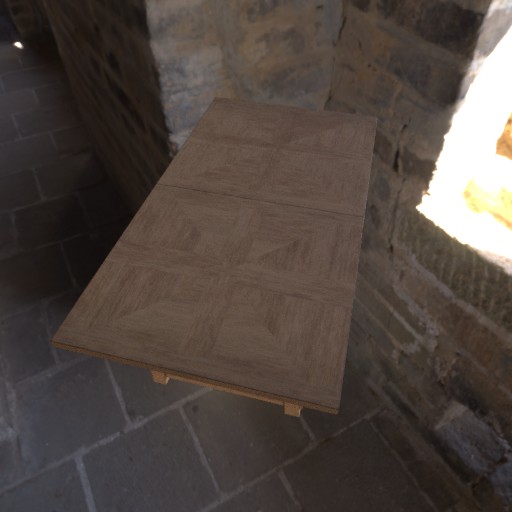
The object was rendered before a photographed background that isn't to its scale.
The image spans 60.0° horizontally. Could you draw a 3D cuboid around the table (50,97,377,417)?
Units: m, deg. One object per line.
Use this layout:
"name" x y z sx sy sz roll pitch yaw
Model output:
"table" 0.000 0.000 2.380 1.016 0.768 1.881 10 47 10
